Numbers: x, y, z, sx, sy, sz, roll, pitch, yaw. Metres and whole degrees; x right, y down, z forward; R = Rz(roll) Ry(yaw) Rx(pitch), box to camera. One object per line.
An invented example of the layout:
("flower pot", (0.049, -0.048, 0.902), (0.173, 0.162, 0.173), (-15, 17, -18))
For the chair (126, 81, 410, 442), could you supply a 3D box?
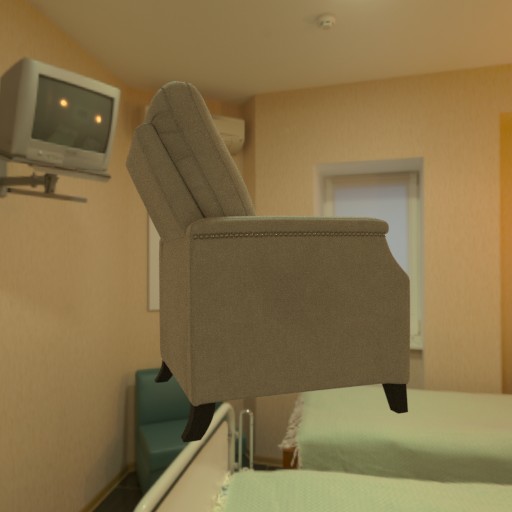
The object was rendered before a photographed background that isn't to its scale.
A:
("chair", (0.000, 0.000, 1.667), (0.922, 1.049, 0.710), (0, -1, -19))
